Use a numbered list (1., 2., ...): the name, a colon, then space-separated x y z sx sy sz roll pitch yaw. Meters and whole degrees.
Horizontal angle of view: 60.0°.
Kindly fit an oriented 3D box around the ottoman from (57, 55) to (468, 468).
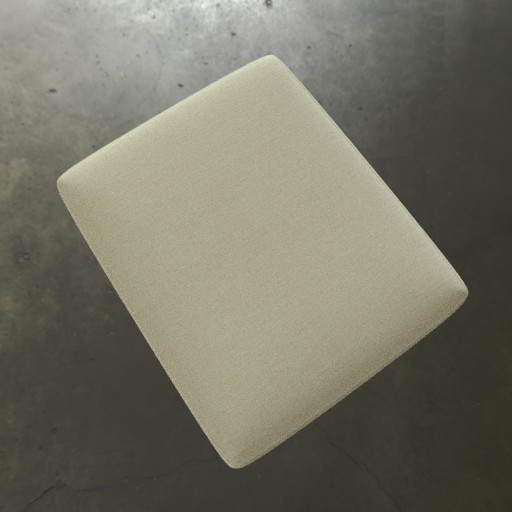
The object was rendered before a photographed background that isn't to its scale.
1. ottoman: 0.000 0.000 1.175 0.657 0.453 0.794 -34 77 -8
